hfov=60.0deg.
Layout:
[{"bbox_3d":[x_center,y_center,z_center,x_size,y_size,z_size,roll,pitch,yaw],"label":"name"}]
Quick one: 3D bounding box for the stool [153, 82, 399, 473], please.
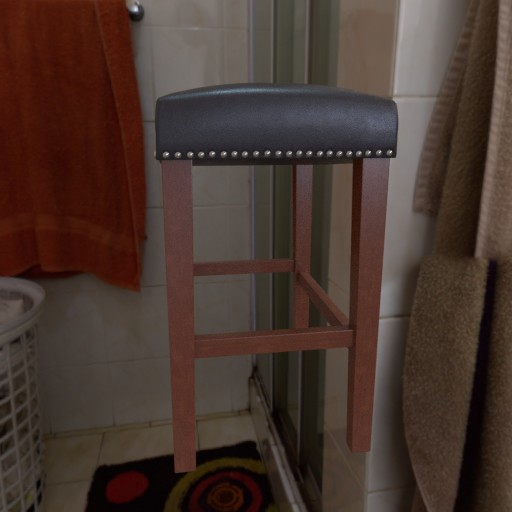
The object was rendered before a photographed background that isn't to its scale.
[{"bbox_3d":[0.000,0.000,0.950,0.372,0.654,0.504,-2,16,-8],"label":"stool"}]
